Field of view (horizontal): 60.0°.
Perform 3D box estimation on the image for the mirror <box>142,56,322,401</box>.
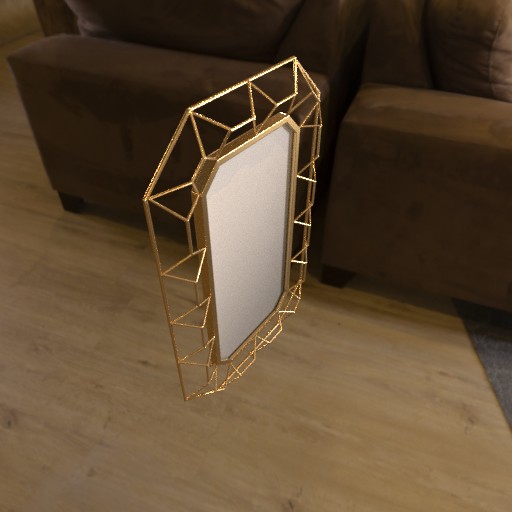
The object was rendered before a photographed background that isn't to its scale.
[{"bbox_3d":[0.000,0.000,1.111,0.051,0.870,0.572,27,48,26],"label":"mirror"}]
